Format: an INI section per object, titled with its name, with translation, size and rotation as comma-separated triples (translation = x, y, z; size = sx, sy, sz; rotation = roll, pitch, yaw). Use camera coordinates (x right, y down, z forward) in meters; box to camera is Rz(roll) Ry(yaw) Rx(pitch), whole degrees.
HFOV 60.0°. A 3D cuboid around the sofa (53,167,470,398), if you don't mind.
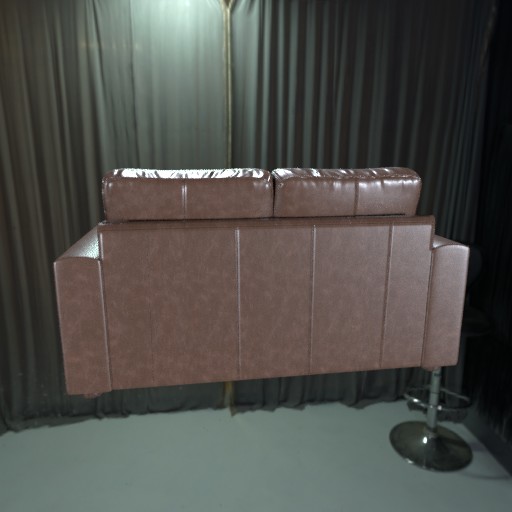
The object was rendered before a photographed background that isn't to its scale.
[sofa]
translation = 0.000, 0.000, 2.190
size = 1.616, 0.873, 1.016
rotation = -2, 13, -9
